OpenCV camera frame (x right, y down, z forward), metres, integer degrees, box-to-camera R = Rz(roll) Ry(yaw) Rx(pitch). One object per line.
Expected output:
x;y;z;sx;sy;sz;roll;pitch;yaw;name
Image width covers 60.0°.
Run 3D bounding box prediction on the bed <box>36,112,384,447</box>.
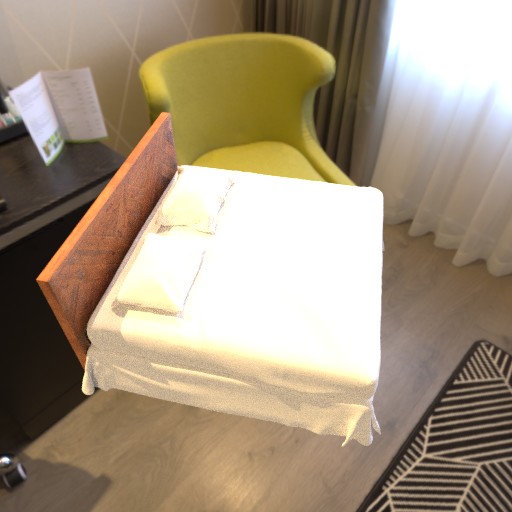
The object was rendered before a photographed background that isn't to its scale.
0.000;0.000;3.470;2.165;1.158;2.255;9;46;9;bed
